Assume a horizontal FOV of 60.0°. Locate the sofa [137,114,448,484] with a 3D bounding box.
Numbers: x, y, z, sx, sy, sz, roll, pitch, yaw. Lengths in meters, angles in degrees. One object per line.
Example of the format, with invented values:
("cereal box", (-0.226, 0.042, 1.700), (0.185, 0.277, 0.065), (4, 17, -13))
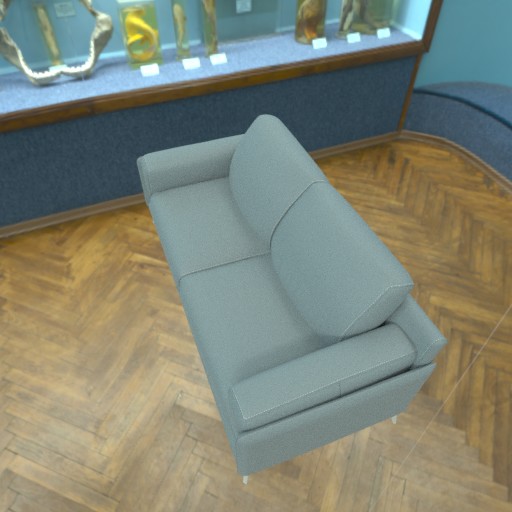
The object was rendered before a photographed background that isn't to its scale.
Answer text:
("sofa", (0.000, 0.000, 2.585), (0.969, 0.900, 2.100), (-16, 49, -15))
